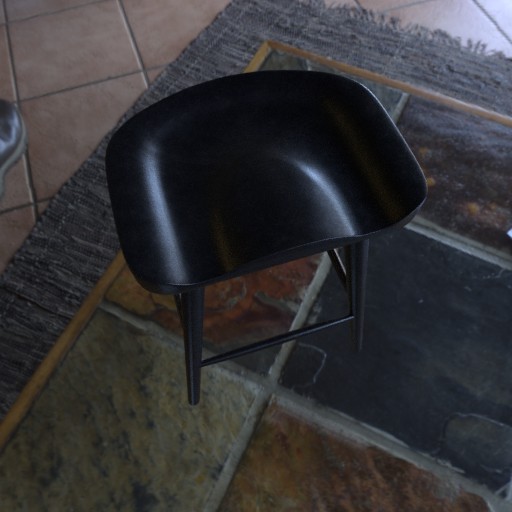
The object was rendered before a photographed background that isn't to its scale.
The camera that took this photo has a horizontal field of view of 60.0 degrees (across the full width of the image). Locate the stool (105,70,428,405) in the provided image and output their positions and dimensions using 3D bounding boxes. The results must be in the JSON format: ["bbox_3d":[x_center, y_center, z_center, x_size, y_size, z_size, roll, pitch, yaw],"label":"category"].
[{"bbox_3d":[0.000,0.000,0.868,0.440,0.615,0.361,-16,64,-8],"label":"stool"}]
